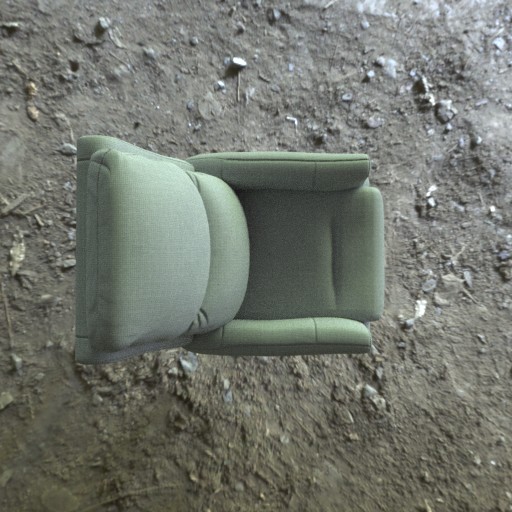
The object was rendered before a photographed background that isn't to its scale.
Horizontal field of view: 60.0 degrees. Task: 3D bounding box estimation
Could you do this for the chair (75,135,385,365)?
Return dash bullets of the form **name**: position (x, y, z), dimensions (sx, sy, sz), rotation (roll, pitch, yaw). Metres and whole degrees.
- **chair**: position (0.000, 0.000, 1.727), dimensions (1.080, 1.030, 0.829), rotation (0, 89, 0)
